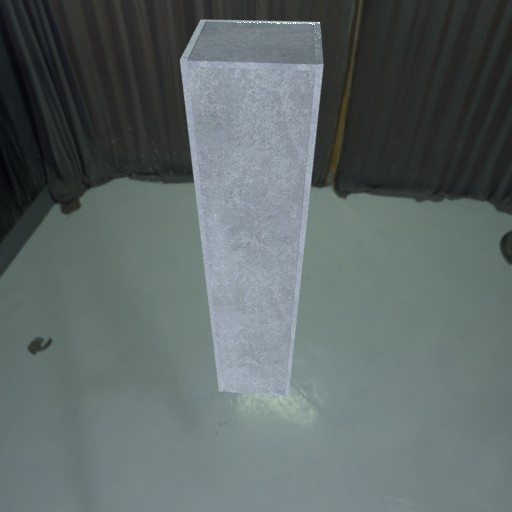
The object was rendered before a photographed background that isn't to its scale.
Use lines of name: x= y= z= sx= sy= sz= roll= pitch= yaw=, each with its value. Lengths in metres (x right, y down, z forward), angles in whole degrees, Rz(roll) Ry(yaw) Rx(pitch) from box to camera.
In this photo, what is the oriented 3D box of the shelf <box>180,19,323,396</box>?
shelf: x=0.000 y=0.000 z=1.511 sx=0.300 sy=1.400 sz=0.270 roll=3 pitch=45 yaw=3
